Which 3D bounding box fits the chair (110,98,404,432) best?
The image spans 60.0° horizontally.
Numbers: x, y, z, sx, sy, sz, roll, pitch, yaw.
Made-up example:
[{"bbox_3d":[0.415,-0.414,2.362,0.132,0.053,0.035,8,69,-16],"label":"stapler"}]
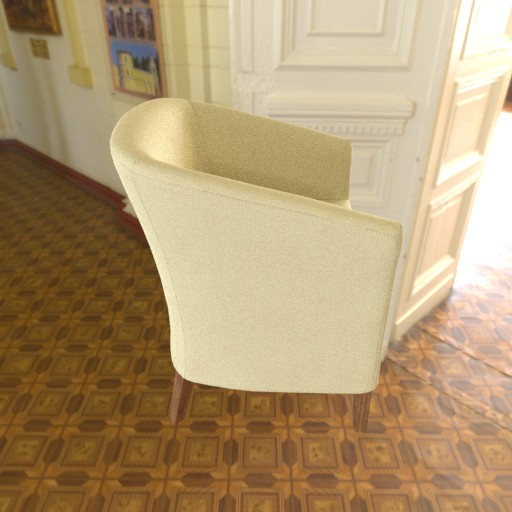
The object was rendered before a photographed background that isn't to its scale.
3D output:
[{"bbox_3d":[0.000,0.000,1.304,0.657,0.822,0.643,0,31,0],"label":"chair"}]
